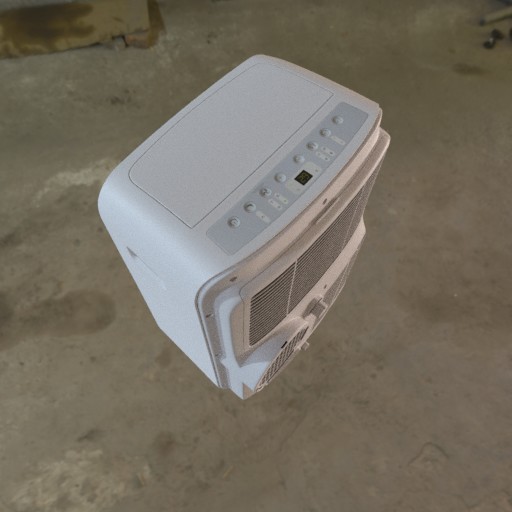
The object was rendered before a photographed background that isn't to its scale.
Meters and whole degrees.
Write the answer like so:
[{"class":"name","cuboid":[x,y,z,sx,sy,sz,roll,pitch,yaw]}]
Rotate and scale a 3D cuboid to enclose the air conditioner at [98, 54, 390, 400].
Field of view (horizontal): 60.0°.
[{"class":"air conditioner","cuboid":[0.000,0.000,0.934,0.365,0.700,0.454,37,69,17]}]
